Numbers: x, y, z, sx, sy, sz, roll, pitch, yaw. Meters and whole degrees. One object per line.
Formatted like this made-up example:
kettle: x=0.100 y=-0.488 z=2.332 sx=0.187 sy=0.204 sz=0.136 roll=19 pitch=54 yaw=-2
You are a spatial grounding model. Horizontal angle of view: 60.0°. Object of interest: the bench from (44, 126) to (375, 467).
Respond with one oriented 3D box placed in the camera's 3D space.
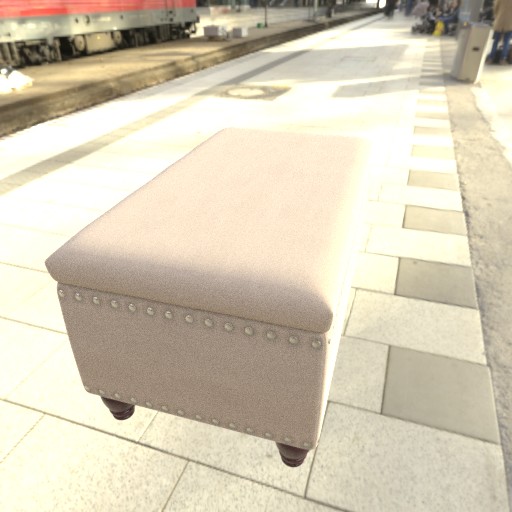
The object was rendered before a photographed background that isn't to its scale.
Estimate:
bench: x=0.000 y=0.000 z=1.159 sx=0.500 sy=0.449 sz=0.887 roll=9 pitch=32 yaw=14
